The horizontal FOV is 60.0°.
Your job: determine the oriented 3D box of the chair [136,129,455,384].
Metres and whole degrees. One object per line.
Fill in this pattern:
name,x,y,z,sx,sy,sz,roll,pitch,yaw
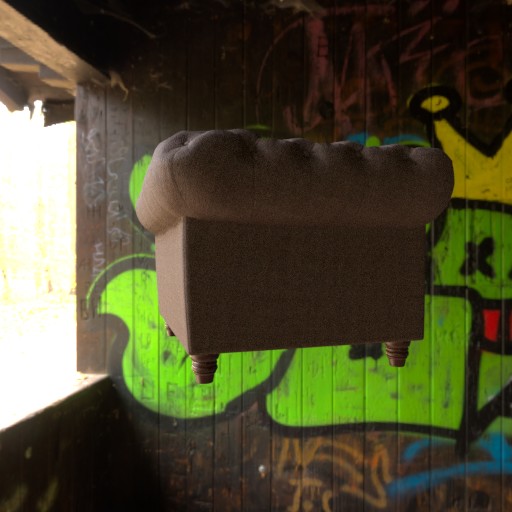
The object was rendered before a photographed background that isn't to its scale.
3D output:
chair,0.000,0.000,1.865,0.945,0.780,1.298,0,0,-17
